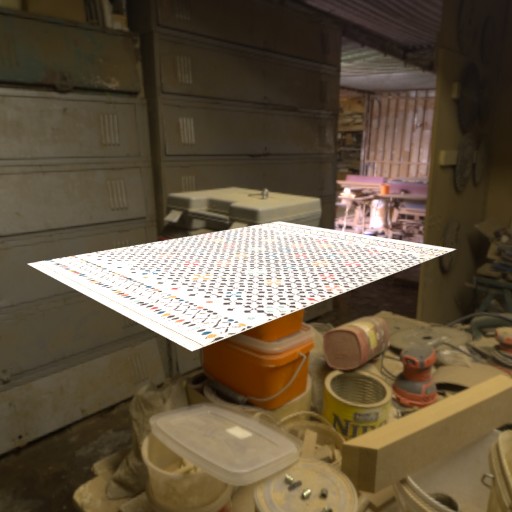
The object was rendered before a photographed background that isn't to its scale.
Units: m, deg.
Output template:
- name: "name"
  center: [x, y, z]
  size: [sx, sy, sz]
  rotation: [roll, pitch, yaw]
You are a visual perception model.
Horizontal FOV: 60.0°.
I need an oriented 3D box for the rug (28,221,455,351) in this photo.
- name: "rug"
  center: [0.000, 0.000, 4.079]
  size: [3.196, 0.007, 2.354]
  rotation: [-13, 19, -43]
